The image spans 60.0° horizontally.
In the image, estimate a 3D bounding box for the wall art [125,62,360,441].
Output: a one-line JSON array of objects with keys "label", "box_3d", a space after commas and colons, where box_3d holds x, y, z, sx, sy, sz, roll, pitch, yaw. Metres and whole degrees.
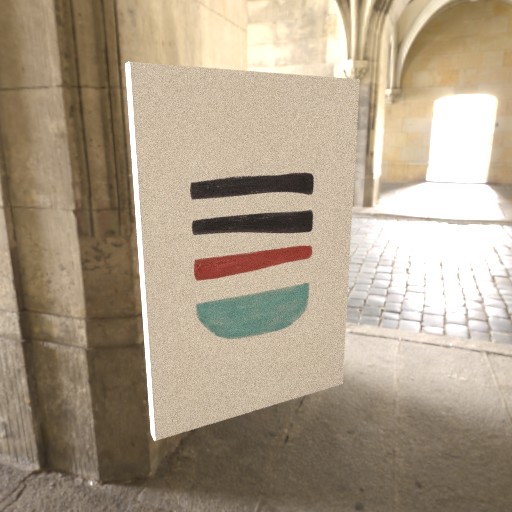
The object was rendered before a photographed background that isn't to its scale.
[{"label": "wall art", "box_3d": [0.000, 0.000, 1.180, 0.607, 0.912, 0.038, -7, 17, -26]}]
